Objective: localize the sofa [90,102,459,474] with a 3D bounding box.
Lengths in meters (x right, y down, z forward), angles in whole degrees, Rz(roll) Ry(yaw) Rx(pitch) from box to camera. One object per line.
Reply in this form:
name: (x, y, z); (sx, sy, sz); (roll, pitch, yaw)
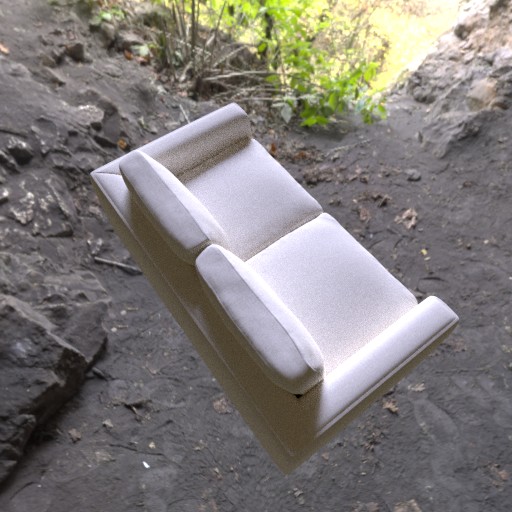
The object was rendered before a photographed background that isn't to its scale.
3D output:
sofa: (0.000, 0.000, 2.466); (1.069, 0.801, 1.920); (-32, 64, -18)
